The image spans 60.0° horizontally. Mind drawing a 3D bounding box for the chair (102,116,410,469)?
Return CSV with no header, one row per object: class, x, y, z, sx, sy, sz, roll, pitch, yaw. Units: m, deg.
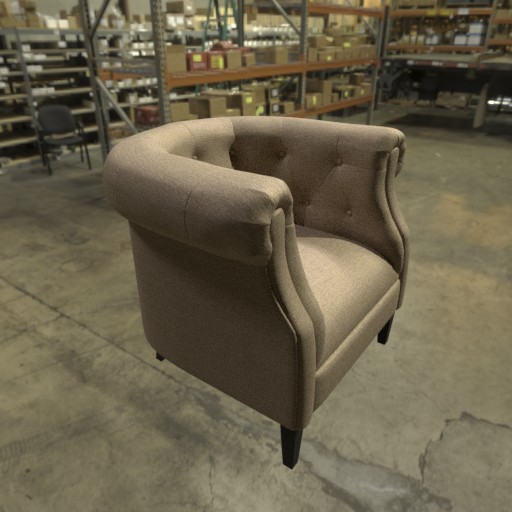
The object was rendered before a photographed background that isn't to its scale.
chair,0.000,0.000,1.527,0.852,0.827,0.905,18,32,32
